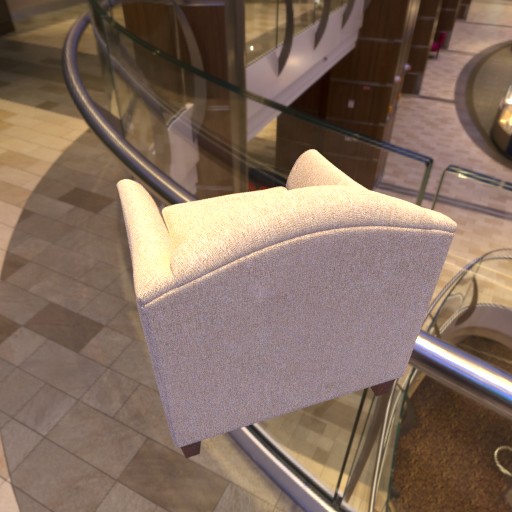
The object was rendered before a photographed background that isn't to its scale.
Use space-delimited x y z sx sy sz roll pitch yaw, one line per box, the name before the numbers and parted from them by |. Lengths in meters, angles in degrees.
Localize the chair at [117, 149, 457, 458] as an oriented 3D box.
chair | 0.000 0.000 1.421 0.763 0.839 0.787 -12 41 -14
